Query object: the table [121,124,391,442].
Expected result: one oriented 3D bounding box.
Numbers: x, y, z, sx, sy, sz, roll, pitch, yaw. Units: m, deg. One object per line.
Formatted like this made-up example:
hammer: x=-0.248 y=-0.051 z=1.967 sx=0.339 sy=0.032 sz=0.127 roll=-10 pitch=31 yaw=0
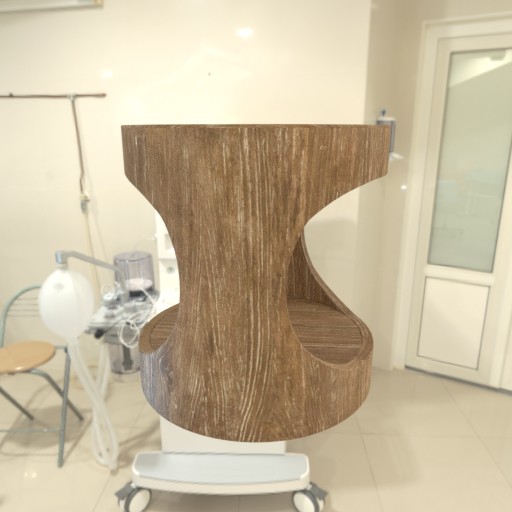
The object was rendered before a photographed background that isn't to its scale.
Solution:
table: x=0.000 y=0.000 z=0.976 sx=0.527 sy=0.551 sz=0.527 roll=0 pitch=16 yaw=0
